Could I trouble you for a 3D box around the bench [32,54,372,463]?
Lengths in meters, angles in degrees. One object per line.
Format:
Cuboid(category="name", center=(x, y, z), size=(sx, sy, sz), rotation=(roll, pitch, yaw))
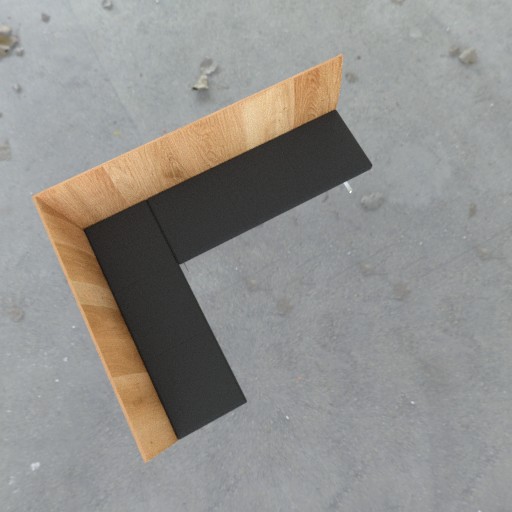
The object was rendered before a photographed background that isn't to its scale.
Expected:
Cuboid(category="bench", center=(0.000, 0.000, 2.778), size=(1.945, 0.930, 1.495), rotation=(-27, 76, -7))
